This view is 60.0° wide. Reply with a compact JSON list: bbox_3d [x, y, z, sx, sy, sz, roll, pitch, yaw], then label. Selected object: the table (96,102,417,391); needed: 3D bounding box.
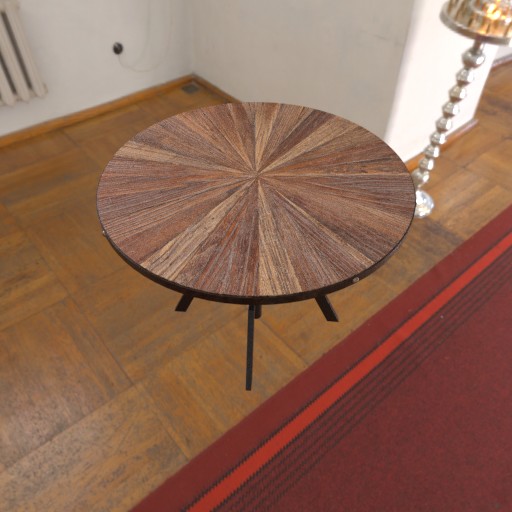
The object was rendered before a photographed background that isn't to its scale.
[{"bbox_3d":[0.000,0.000,1.496,0.885,0.658,0.885,0,46,0],"label":"table"}]
